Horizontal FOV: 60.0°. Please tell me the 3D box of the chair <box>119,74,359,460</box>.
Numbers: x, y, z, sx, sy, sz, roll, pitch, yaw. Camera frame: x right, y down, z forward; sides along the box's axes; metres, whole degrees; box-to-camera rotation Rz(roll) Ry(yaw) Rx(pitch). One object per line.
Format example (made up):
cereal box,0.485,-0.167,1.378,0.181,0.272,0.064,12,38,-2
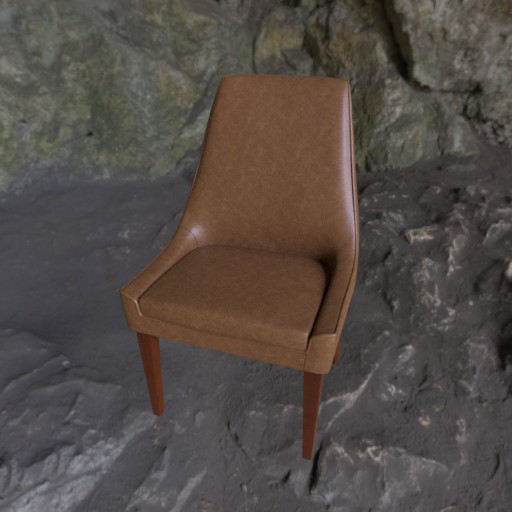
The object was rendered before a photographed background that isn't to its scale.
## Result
chair,0.000,0.000,1.193,0.529,0.861,0.544,9,29,17
